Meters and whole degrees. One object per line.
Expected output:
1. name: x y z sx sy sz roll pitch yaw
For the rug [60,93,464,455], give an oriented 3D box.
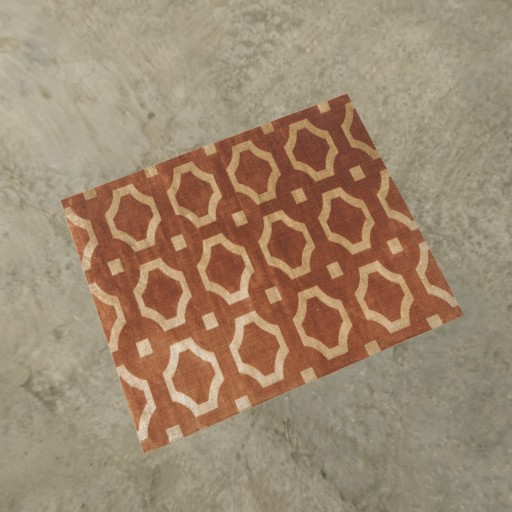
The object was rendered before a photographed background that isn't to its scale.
1. rug: 0.000 0.000 4.121 3.049 0.021 2.466 -22 77 -5
